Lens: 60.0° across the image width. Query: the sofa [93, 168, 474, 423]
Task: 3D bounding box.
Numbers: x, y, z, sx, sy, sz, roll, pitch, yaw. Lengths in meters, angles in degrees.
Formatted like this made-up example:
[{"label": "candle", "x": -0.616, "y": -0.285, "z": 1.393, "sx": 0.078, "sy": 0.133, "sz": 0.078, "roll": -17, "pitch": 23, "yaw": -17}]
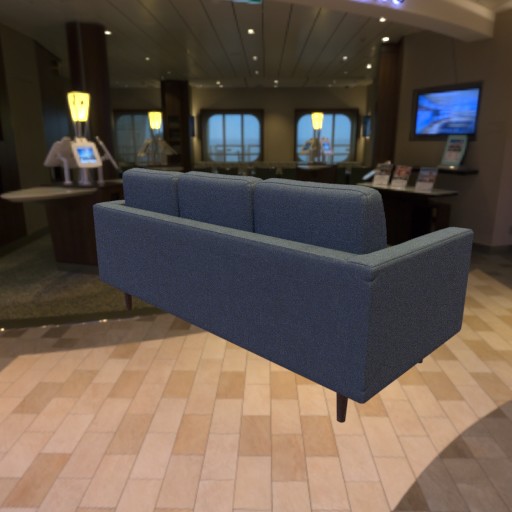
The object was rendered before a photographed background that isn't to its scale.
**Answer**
[{"label": "sofa", "x": 0.000, "y": 0.000, "z": 2.503, "sx": 0.935, "sy": 0.945, "sz": 2.013, "roll": -14, "pitch": 21, "yaw": -43}]
